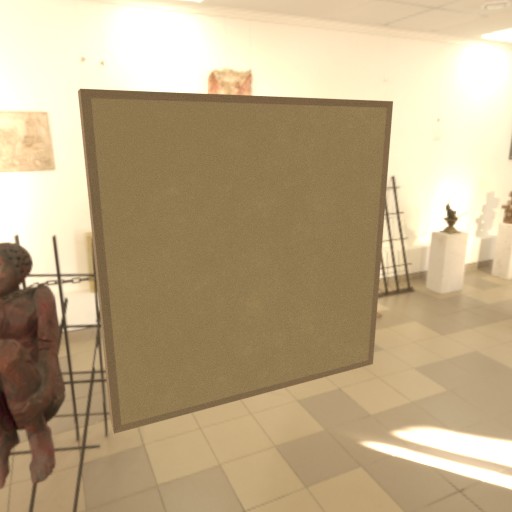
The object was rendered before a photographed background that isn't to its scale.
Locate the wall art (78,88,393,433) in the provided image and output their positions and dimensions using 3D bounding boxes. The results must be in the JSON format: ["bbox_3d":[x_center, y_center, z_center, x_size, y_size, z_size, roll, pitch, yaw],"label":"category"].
[{"bbox_3d":[0.000,0.000,0.747,0.508,0.506,0.038,-7,17,-24],"label":"wall art"}]
